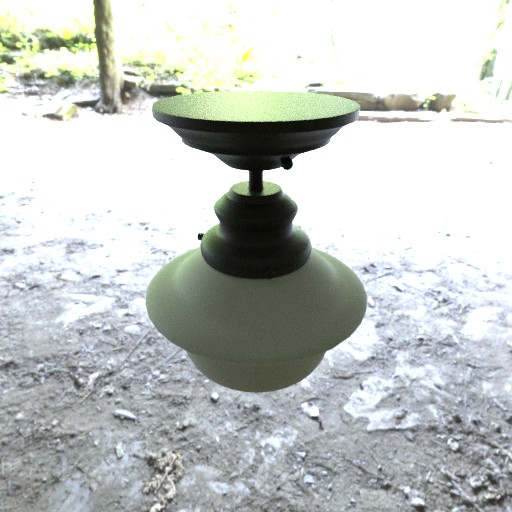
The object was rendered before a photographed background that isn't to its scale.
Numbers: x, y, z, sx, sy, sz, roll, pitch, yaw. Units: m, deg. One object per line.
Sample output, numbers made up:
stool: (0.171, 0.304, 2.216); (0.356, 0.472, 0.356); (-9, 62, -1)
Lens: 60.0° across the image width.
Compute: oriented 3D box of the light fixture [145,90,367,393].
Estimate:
light fixture: (0.000, 0.000, 0.385); (0.197, 0.254, 0.197); (0, 27, 0)
